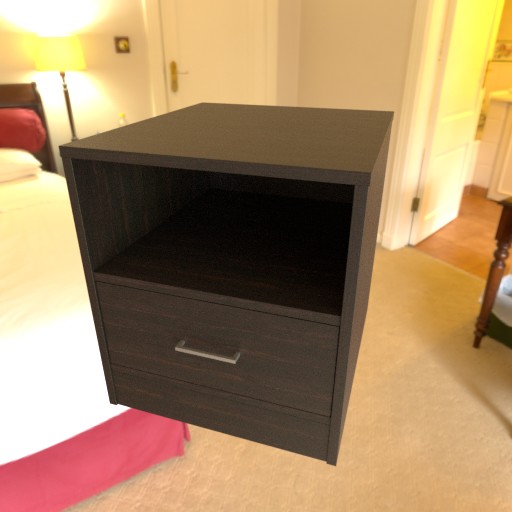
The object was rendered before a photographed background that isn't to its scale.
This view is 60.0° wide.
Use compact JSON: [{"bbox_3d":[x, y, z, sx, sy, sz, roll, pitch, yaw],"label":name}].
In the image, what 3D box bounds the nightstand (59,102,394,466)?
[{"bbox_3d":[0.000,0.000,0.806,0.400,0.460,0.461,8,28,17],"label":"nightstand"}]
